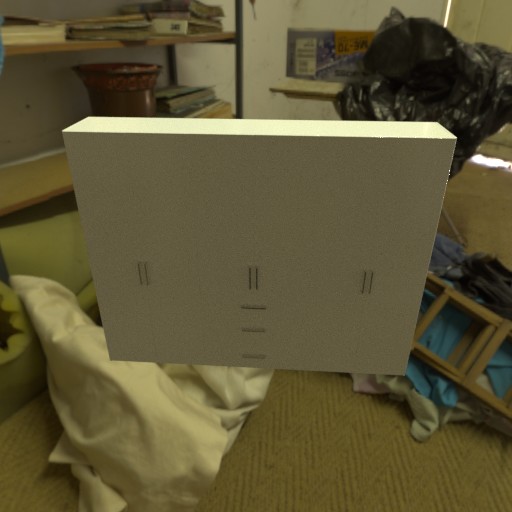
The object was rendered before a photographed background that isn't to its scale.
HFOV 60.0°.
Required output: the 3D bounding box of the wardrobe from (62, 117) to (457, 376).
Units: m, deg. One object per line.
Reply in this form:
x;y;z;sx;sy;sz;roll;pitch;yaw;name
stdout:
0.000;0.000;4.125;3.000;2.360;0.580;2;29;4;wardrobe
